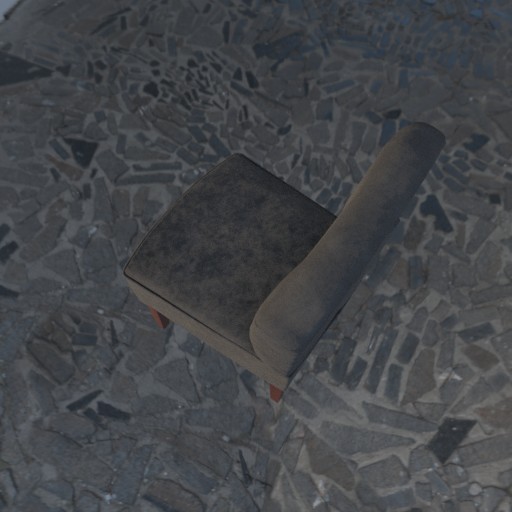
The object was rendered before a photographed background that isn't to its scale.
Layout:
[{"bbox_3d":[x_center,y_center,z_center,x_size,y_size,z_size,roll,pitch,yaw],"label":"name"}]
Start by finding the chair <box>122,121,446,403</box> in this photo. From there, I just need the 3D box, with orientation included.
[{"bbox_3d":[0.000,0.000,1.159,0.554,0.806,0.521,33,67,16],"label":"chair"}]
